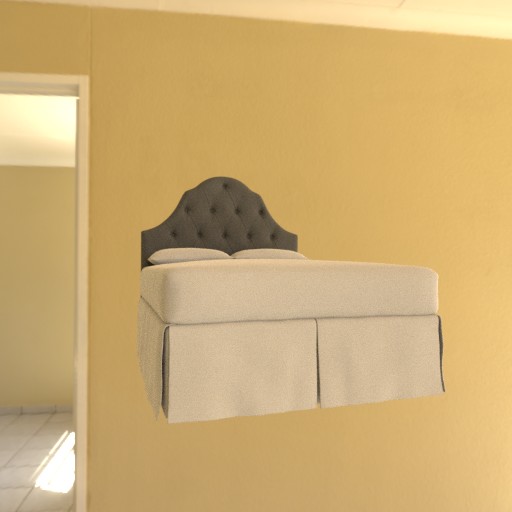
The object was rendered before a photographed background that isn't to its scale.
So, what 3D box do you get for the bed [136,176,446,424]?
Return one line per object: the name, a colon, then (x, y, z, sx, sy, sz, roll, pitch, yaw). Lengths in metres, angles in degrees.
bed: (0.000, 0.000, 3.253, 1.636, 1.575, 2.155, 0, -1, -18)
